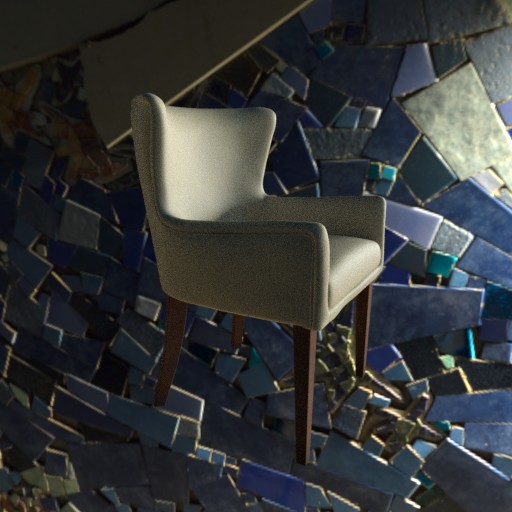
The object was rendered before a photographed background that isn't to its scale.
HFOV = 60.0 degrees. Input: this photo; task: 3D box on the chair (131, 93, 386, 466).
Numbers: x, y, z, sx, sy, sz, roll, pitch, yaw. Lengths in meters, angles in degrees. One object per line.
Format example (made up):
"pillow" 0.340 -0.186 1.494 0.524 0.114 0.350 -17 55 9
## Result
"chair" 0.000 0.000 1.416 0.686 0.952 0.660 8 17 29
